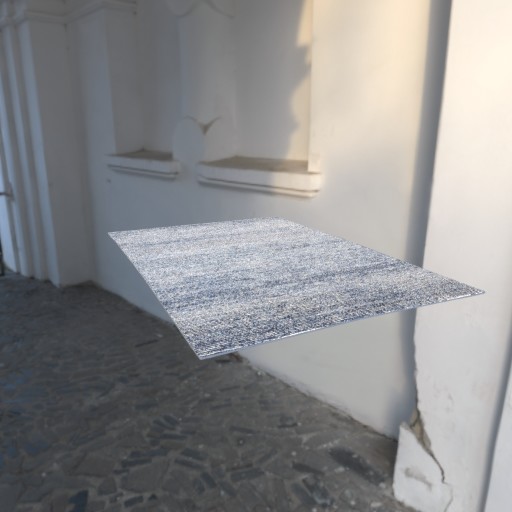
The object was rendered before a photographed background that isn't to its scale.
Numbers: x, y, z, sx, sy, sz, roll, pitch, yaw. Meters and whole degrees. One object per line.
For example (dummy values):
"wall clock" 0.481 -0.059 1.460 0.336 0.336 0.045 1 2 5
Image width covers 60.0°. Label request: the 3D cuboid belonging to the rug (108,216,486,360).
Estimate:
"rug" 0.000 0.000 3.046 1.624 0.030 2.349 -8 18 -25
